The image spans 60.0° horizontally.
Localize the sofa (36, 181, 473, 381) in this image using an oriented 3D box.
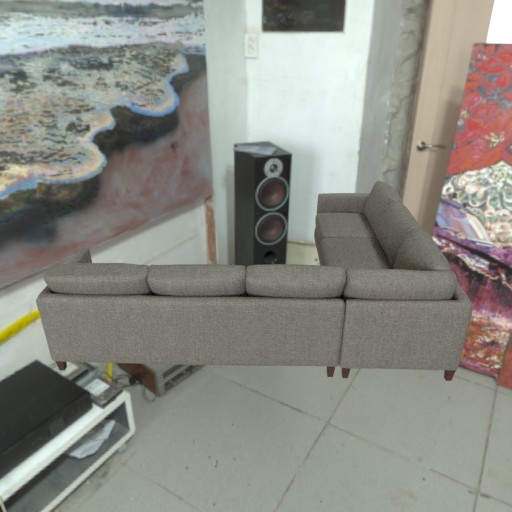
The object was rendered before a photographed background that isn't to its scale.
[{"bbox_3d":[0.000,0.000,4.508,3.302,0.947,2.593,1,27,2],"label":"sofa"}]
